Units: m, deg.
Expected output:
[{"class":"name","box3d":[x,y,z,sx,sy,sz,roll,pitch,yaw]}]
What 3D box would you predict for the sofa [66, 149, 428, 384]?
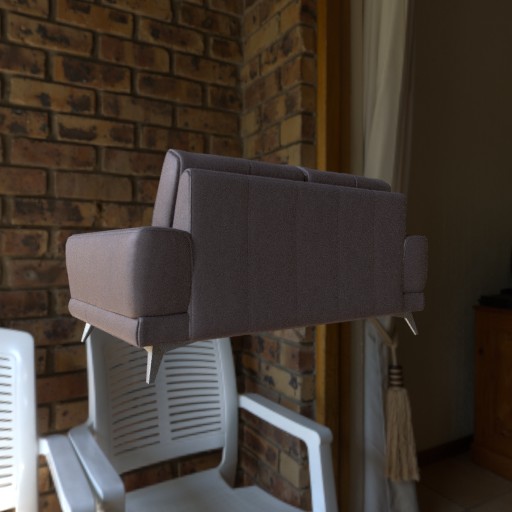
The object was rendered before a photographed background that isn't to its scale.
[{"class":"sofa","box3d":[0.000,0.000,2.459,1.806,0.907,1.018,0,1,-36]}]
